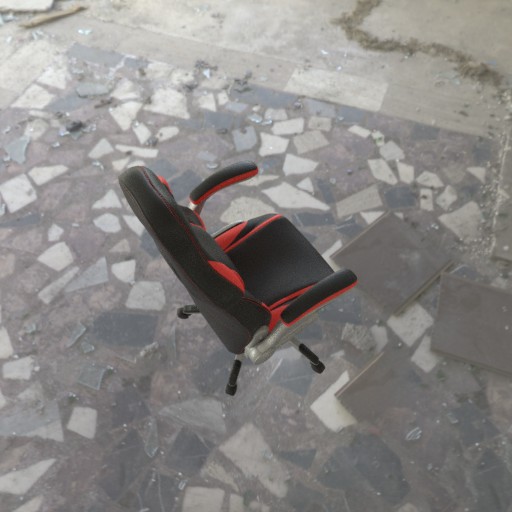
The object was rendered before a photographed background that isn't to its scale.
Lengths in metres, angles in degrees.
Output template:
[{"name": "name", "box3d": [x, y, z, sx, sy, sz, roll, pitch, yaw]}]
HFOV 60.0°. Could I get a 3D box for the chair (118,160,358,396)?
[{"name": "chair", "box3d": [0.000, 0.000, 1.615, 0.712, 1.165, 0.758, -30, 63, -17]}]
